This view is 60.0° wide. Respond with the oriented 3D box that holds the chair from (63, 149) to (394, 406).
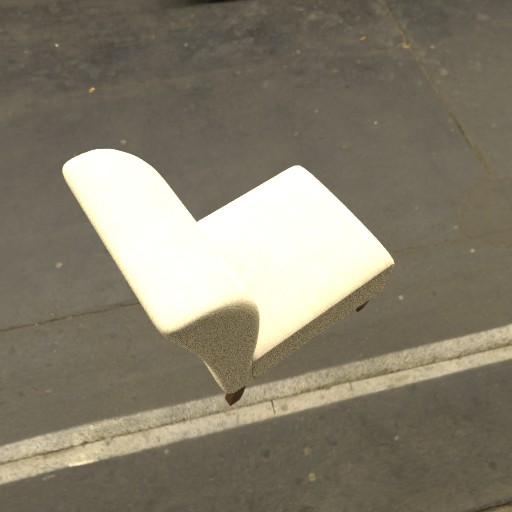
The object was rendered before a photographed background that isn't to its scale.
[{"bbox_3d":[0.000,0.000,1.358,0.754,0.833,0.521,-31,63,-17],"label":"chair"}]
